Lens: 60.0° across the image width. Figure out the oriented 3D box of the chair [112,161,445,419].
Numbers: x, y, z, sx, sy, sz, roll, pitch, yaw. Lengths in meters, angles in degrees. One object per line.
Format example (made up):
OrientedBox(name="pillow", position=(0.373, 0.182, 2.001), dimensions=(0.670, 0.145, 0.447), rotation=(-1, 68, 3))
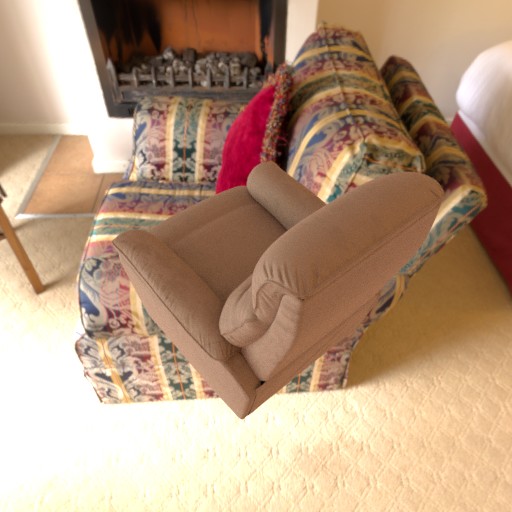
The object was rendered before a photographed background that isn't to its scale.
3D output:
OrientedBox(name="chair", position=(0.000, 0.000, 1.718), dimensions=(0.820, 1.037, 1.004), rotation=(-32, 54, -26))
